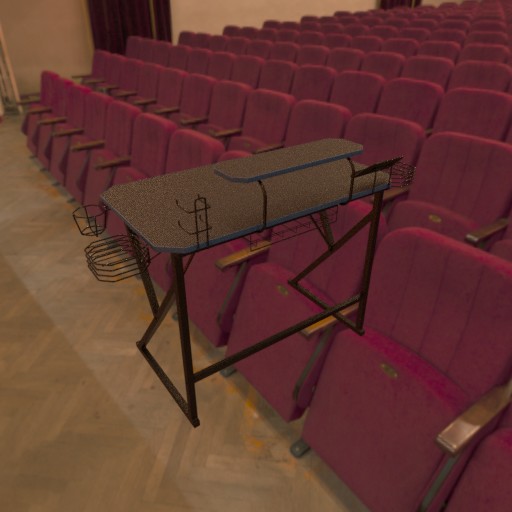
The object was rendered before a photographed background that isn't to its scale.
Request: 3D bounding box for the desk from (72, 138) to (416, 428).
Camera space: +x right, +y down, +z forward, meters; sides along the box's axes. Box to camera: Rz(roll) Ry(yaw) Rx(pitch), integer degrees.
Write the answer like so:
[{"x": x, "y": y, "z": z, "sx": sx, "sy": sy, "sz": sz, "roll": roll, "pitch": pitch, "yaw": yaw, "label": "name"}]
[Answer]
[{"x": 0.000, "y": 0.000, "z": 1.744, "sx": 1.295, "sy": 0.909, "sz": 0.594, "roll": -20, "pitch": 36, "yaw": -30, "label": "desk"}]
